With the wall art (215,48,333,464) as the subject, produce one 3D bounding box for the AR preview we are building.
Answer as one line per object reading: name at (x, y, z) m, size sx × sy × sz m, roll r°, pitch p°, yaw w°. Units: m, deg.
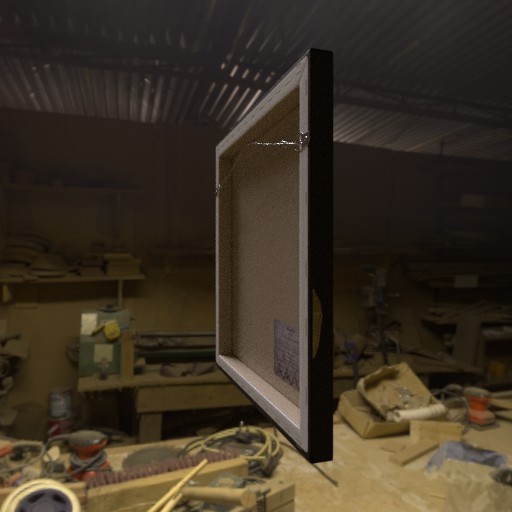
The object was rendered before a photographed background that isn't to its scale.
wall art at (0.000, 0.000, 0.939) m, size 0.043 × 0.611 × 0.610 m, roll 0°, pitch 0°, yaw -18°
